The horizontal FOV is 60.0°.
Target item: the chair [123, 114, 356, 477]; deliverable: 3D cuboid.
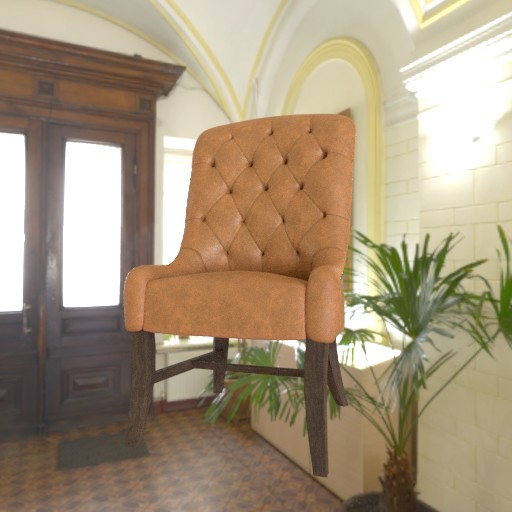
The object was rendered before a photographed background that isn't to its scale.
[{"bbox_3d":[0.000,0.000,1.472,0.634,1.091,0.629,0,-1,19],"label":"chair"}]
